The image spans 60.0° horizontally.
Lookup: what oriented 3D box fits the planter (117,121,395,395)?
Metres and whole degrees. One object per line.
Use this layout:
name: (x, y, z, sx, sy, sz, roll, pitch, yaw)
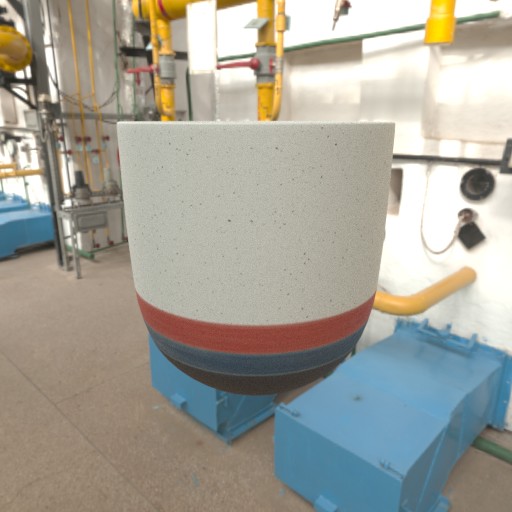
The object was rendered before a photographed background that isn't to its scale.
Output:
planter: (0.000, 0.000, 0.369, 0.204, 0.214, 0.204, 0, 17, 0)
